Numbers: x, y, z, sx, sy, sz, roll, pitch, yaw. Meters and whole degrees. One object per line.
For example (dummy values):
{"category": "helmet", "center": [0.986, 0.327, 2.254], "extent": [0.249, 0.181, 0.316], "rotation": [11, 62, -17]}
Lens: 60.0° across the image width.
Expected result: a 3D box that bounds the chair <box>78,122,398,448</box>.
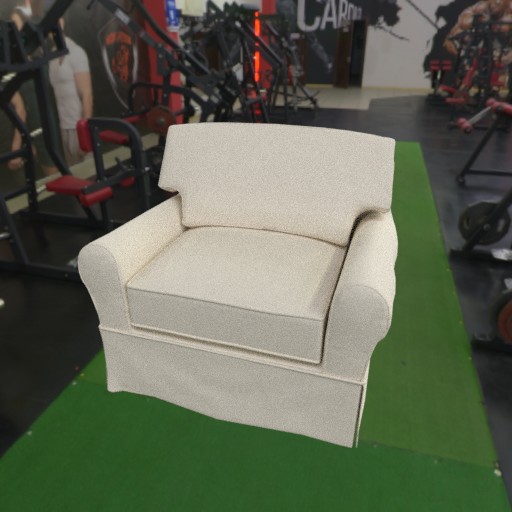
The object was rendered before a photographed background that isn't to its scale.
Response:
{"category": "chair", "center": [0.000, 0.000, 1.816], "extent": [1.099, 0.958, 0.904], "rotation": [8, 28, 16]}
